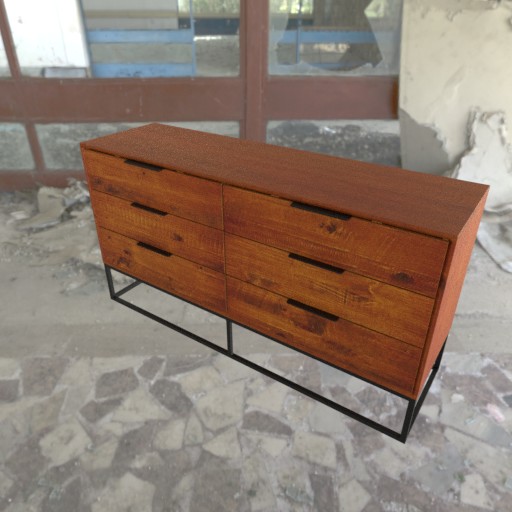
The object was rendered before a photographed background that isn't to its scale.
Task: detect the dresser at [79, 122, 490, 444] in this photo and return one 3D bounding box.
[{"bbox_3d":[0.000,0.000,1.857,1.536,0.810,0.464,19,35,29],"label":"dresser"}]
